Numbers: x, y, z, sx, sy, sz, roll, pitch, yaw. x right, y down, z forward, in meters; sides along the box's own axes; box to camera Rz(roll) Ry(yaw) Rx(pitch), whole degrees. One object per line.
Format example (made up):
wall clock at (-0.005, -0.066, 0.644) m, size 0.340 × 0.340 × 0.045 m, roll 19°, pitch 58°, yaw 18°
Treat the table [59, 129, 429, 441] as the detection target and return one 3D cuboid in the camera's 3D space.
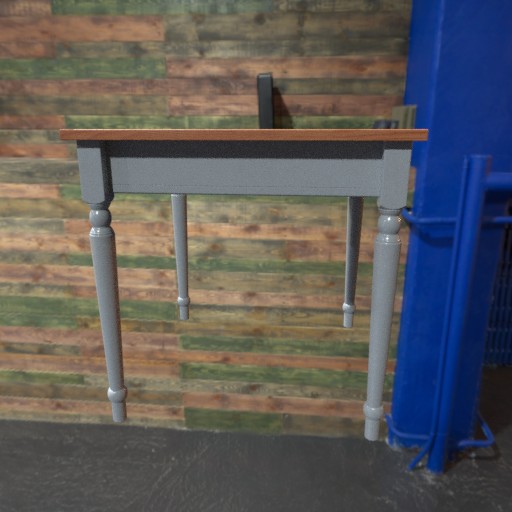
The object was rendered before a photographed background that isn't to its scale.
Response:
table at (0.000, 0.000, 1.344) m, size 0.747 × 0.738 × 0.747 m, roll 2°, pitch 16°, yaw 6°
